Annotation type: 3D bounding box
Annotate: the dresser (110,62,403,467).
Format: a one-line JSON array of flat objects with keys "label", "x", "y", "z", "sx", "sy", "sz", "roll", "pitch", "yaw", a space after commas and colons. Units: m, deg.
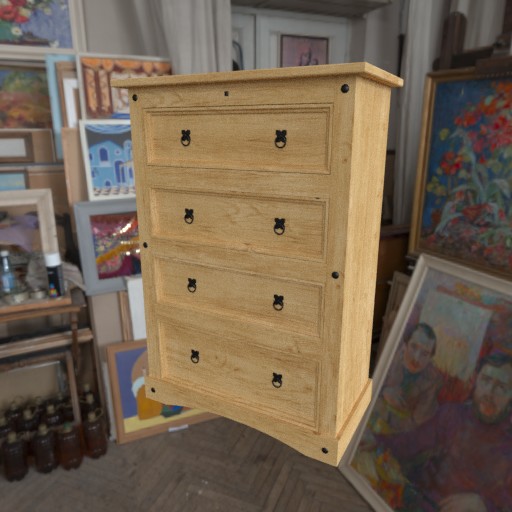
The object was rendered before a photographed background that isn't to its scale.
[{"label": "dresser", "x": 0.000, "y": 0.000, "z": 1.739, "sx": 0.915, "sy": 1.300, "sz": 0.485, "roll": 9, "pitch": 18, "yaw": 27}]
